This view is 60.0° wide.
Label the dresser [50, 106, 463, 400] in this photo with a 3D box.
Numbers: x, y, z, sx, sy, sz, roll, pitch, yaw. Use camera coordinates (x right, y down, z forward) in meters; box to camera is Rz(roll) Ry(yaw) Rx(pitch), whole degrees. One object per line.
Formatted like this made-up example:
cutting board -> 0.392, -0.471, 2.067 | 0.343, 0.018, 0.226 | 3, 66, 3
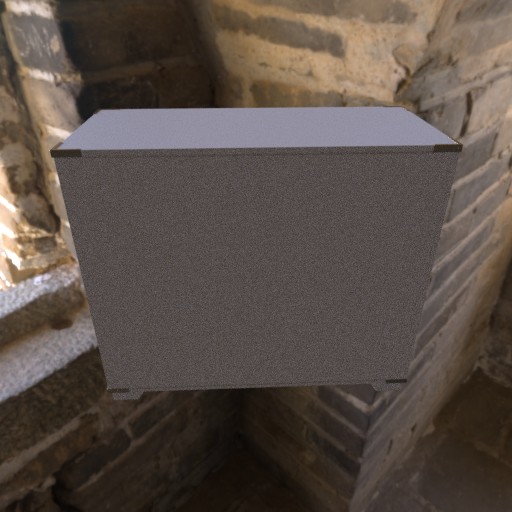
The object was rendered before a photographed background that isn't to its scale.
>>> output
dresser -> 0.000, 0.000, 1.517 | 1.022, 0.891, 0.460 | -1, 30, -2
